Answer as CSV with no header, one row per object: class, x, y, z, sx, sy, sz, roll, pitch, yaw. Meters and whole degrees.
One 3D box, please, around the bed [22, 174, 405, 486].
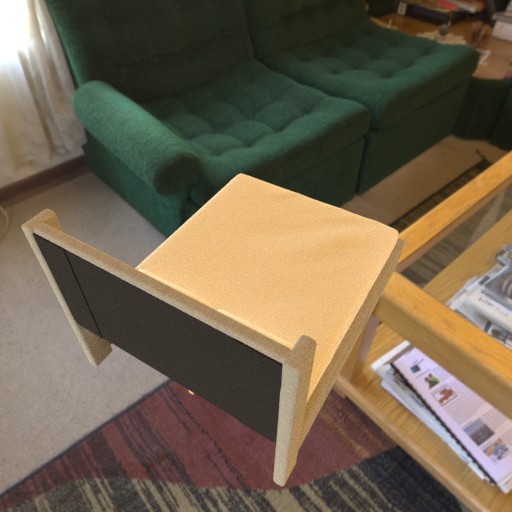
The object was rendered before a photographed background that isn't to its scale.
bed,0.000,0.000,3.365,1.774,1.491,2.222,24,50,21
